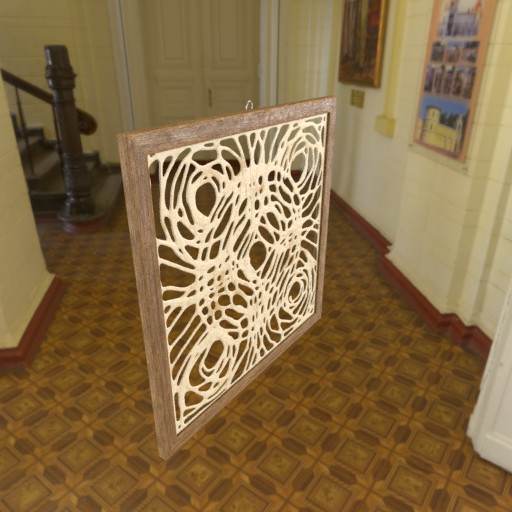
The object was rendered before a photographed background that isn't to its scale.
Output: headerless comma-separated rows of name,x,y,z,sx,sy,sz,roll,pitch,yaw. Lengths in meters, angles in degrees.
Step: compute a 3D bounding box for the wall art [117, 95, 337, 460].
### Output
wall art,0.000,0.000,0.863,0.021,0.576,0.561,18,31,32
